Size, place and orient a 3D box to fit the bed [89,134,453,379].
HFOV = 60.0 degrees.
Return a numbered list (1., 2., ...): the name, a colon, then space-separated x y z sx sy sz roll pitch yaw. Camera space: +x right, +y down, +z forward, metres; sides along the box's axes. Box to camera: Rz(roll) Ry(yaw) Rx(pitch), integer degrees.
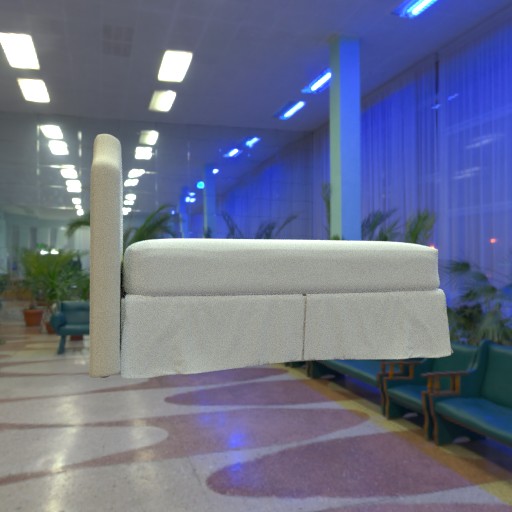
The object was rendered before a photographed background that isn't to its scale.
1. bed: 0.000 0.000 3.320 2.209 1.296 1.827 0 -1 -16
